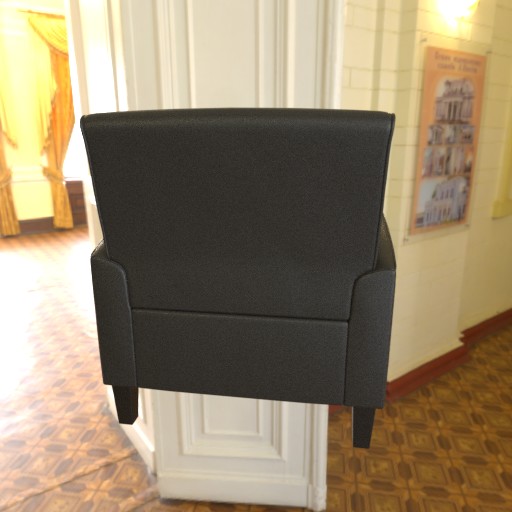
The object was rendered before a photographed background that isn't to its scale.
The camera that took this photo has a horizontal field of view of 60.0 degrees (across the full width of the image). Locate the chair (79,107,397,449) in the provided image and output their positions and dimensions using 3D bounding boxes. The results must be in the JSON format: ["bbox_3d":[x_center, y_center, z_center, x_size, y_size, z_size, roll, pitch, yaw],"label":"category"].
[{"bbox_3d":[0.000,0.000,1.501,0.820,0.916,0.819,2,16,8],"label":"chair"}]
